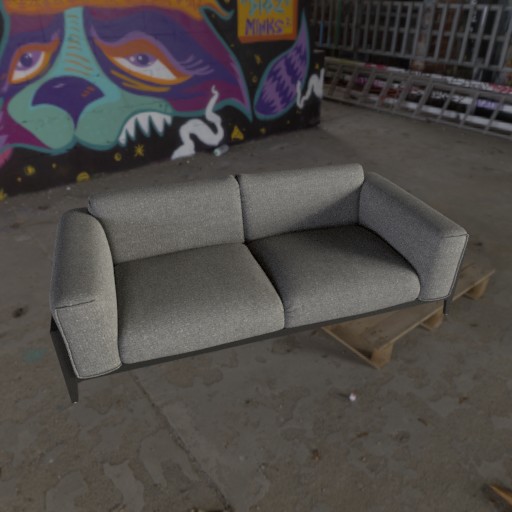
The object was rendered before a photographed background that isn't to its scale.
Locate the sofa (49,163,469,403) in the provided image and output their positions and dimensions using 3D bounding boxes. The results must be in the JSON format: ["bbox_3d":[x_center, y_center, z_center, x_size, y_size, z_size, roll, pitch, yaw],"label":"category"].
[{"bbox_3d":[0.000,0.000,2.560,2.125,0.703,0.985,-10,32,-16],"label":"sofa"}]
